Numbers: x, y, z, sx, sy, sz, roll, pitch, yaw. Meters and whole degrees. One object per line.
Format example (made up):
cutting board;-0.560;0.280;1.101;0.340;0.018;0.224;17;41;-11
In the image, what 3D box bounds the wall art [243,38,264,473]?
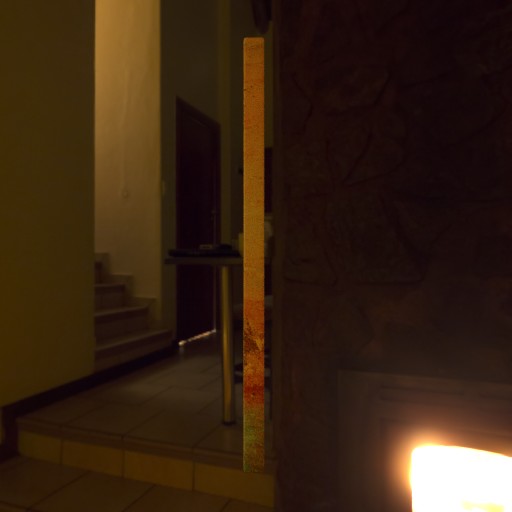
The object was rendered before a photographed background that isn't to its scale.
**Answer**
wall art;0.000;0.000;1.130;0.035;0.747;0.747;0;0;1
